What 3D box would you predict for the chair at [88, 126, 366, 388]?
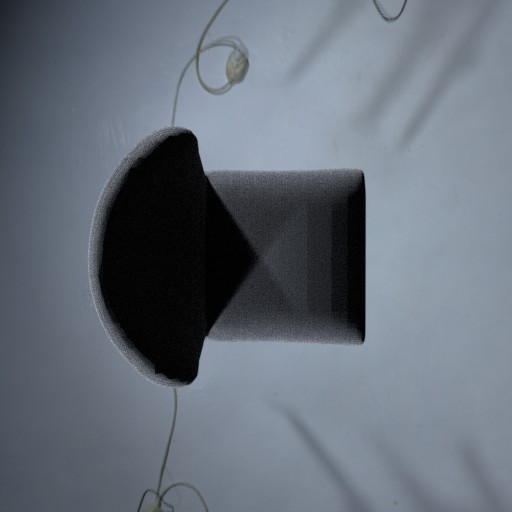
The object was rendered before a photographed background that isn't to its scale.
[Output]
[{"bbox_3d":[0.000,0.000,1.189,0.589,0.839,0.491,0,90,1],"label":"chair"}]
